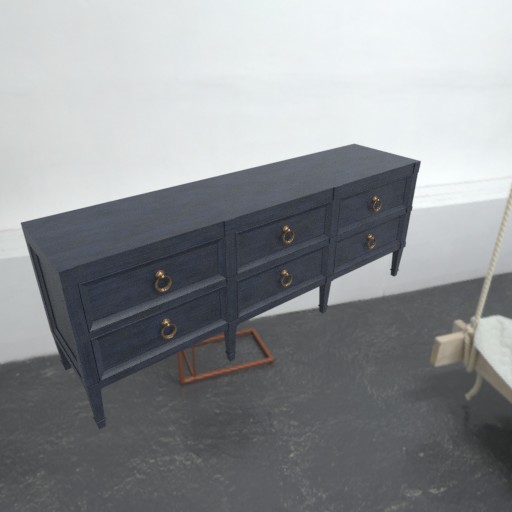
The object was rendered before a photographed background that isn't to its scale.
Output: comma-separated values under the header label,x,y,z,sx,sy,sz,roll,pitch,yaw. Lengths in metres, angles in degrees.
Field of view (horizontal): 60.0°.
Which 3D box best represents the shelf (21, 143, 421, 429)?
label,x,y,z,sx,sy,sz,roll,pitch,yaw
shelf,0.000,0.000,2.182,1.878,0.715,0.471,-21,35,-33
